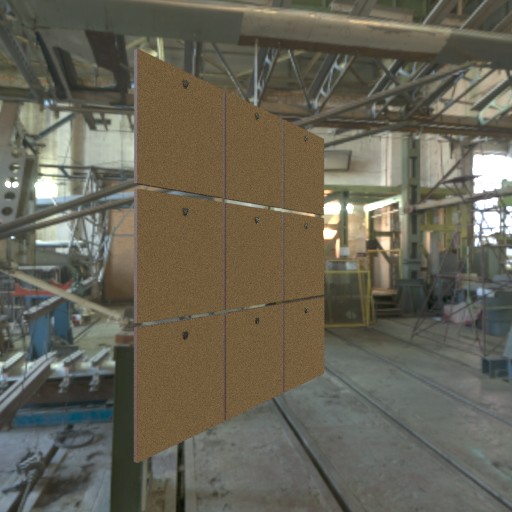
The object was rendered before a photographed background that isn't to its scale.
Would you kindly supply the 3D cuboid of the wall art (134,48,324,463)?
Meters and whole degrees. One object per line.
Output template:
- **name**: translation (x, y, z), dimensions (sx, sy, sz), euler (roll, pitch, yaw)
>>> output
- **wall art**: translation (0.000, 0.000, 1.803), dimensions (0.024, 1.218, 1.221), euler (0, 0, 35)
